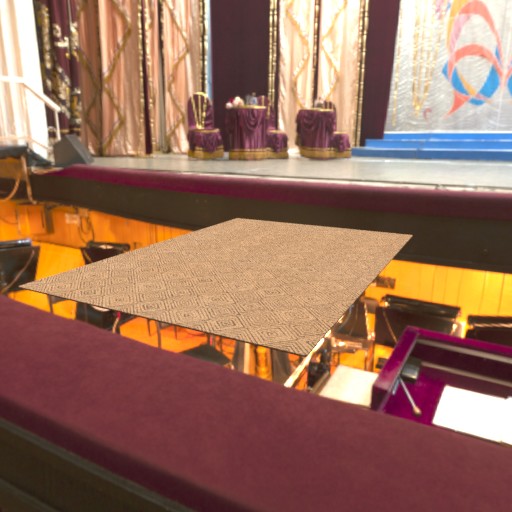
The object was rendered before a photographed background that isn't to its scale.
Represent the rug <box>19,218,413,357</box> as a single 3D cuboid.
[{"bbox_3d":[0.000,0.000,2.879,1.593,0.008,2.238,8,17,27],"label":"rug"}]
